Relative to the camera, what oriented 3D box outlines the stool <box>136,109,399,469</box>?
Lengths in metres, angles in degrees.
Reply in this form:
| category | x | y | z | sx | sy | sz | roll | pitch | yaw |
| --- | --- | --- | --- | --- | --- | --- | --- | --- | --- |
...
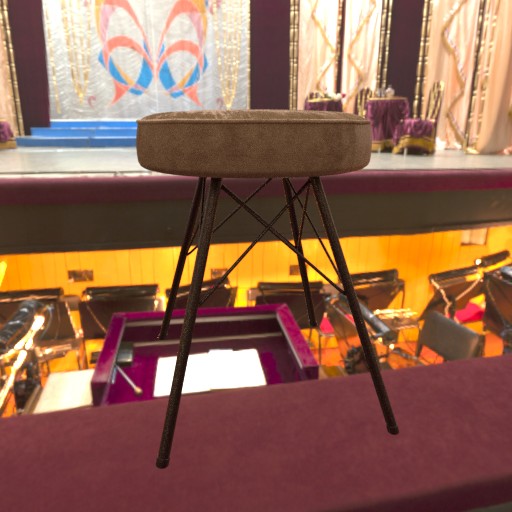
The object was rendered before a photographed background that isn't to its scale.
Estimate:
| category | x | y | z | sx | sy | sz | roll | pitch | yaw |
| --- | --- | --- | --- | --- | --- | --- | --- | --- | --- |
| stool | 0.000 | 0.000 | 0.867 | 0.423 | 0.538 | 0.457 | -3 | 17 | -11 |
